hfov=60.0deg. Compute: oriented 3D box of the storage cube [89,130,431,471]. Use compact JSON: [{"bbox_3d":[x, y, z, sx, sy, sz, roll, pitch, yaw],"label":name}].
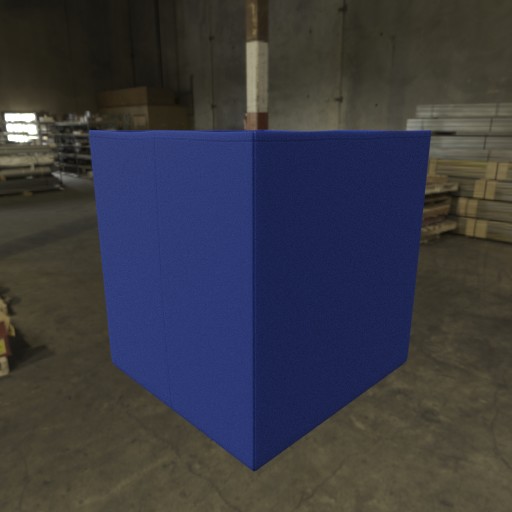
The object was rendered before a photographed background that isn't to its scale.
[{"bbox_3d":[0.000,0.000,0.513,0.270,0.280,0.270,-15,22,-42],"label":"storage cube"}]
